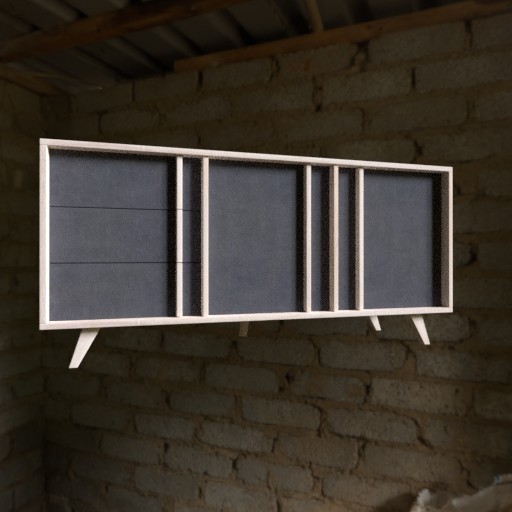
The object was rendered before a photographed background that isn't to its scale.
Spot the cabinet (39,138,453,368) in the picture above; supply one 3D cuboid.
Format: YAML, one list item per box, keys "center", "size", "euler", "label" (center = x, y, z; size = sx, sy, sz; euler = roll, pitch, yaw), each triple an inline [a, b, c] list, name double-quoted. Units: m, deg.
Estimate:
- center: [0.000, 0.000, 1.947]
  size: [1.650, 0.780, 0.500]
  euler: [0, 0, -17]
  label: "cabinet"
